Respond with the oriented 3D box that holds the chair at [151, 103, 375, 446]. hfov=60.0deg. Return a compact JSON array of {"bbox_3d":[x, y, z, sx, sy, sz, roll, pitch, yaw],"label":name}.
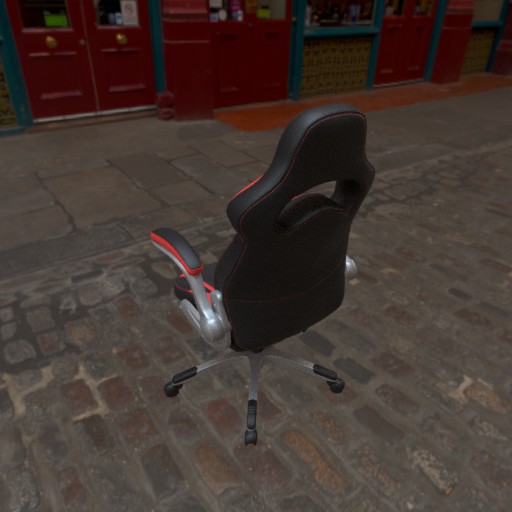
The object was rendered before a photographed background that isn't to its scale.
[{"bbox_3d":[0.000,0.000,1.609,0.758,1.165,0.712,-20,36,-30],"label":"chair"}]
